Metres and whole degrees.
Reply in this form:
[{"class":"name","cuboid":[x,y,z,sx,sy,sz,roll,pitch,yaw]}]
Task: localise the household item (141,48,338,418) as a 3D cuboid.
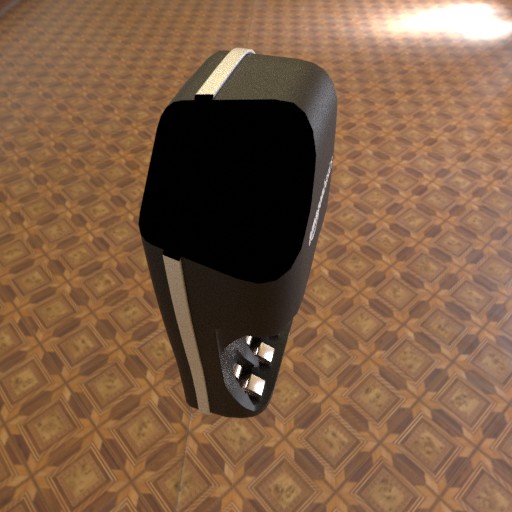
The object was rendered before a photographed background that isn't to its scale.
[{"class":"household item","cuboid":[0.000,0.000,0.144,0.038,0.114,0.070,12,48,11]}]
